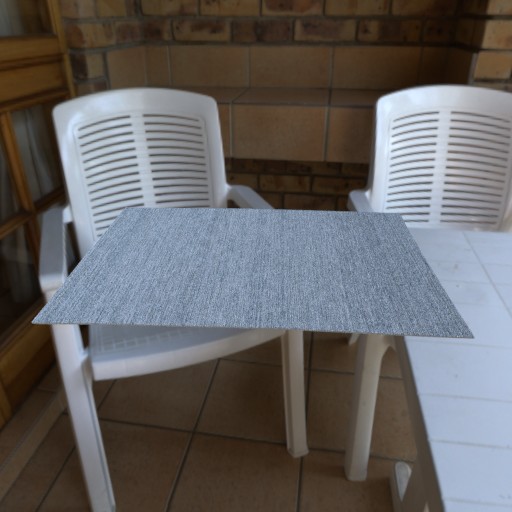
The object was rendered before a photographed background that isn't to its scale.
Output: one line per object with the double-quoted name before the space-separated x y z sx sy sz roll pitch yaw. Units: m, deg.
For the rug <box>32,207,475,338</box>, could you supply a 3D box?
"rug" 0.000 0.000 3.030 2.338 0.030 1.616 2 29 3
